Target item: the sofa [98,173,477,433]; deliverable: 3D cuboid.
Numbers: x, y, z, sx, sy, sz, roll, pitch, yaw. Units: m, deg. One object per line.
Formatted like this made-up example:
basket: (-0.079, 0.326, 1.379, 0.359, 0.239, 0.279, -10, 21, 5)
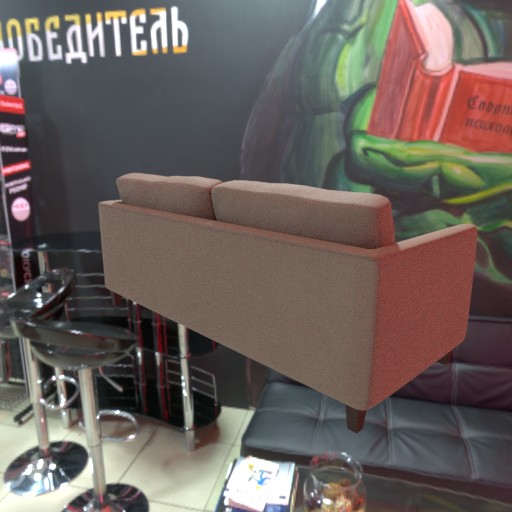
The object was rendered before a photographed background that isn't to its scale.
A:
sofa: (0.000, 0.000, 2.631, 0.948, 0.932, 2.181, -13, 19, -42)
